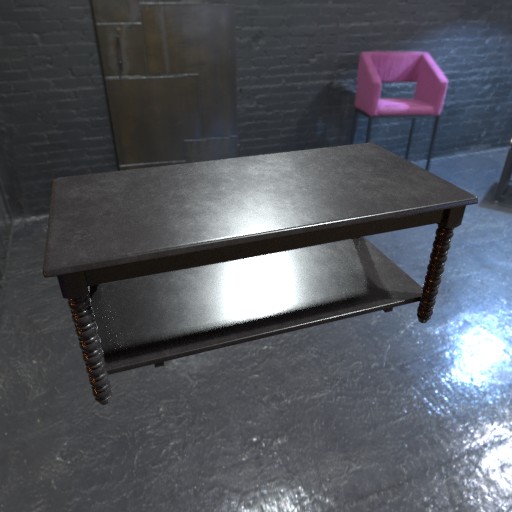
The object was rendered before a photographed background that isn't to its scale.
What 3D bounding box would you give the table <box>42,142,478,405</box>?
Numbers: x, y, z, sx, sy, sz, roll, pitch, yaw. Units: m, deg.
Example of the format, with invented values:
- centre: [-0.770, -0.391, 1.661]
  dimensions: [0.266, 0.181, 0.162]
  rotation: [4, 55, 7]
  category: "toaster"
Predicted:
- centre: [0.000, 0.000, 1.468]
  dimensions: [1.171, 0.487, 0.580]
  rotation: [-10, 33, -16]
  category: "table"
